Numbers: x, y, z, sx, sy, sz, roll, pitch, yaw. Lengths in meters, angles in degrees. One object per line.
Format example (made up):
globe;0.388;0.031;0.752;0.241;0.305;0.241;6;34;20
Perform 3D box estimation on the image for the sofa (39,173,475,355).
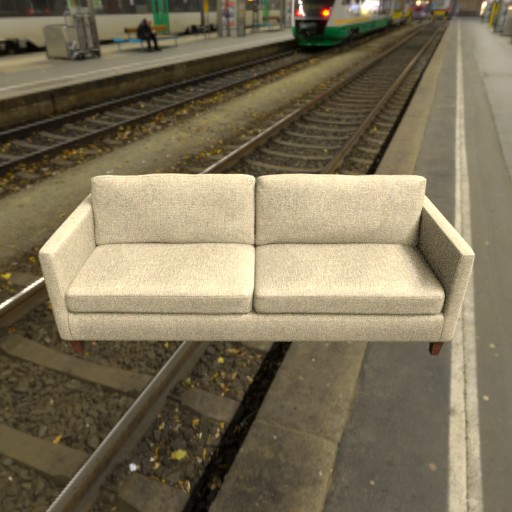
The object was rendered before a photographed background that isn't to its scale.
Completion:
sofa;0.000;0.000;2.941;2.434;0.951;0.948;0;29;0
